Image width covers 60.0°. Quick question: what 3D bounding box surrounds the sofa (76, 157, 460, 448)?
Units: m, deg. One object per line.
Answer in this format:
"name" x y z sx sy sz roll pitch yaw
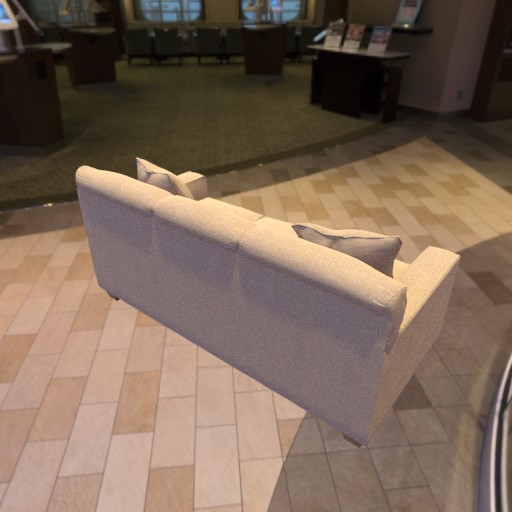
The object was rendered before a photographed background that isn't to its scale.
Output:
"sofa" 0.000 0.000 2.616 2.024 0.958 0.997 22 37 32
